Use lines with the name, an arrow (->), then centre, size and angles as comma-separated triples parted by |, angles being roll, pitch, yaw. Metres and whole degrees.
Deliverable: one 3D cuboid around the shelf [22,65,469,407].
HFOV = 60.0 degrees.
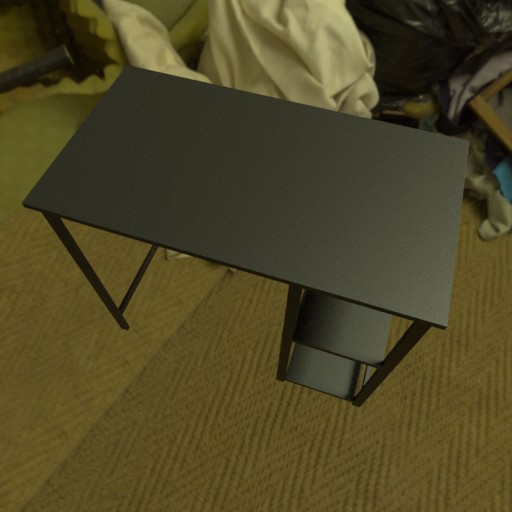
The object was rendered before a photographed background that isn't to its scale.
shelf -> 0.000, 0.000, 1.324 | 0.902, 0.749, 0.498 | 16, 60, 9
